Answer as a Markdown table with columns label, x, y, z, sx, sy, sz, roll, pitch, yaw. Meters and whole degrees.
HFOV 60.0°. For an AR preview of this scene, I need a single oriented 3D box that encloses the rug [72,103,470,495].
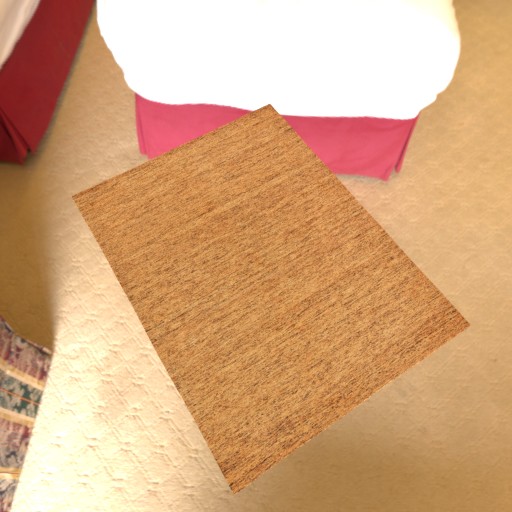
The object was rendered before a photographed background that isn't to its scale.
| label | x | y | z | sx | sy | sz | roll | pitch | yaw |
| --- | --- | --- | --- | --- | --- | --- | --- | --- | --- |
| rug | 0.000 | 0.000 | 4.219 | 2.438 | 0.012 | 3.200 | -30 | 66 | -15 |
